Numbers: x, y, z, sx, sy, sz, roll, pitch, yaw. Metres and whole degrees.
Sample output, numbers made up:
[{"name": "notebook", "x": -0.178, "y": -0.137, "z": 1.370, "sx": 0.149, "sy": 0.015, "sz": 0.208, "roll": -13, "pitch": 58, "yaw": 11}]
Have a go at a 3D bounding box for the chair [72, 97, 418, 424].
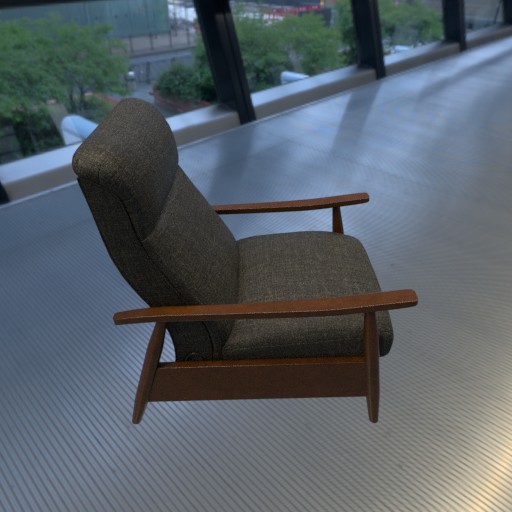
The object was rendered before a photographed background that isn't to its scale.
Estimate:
[{"name": "chair", "x": 0.000, "y": 0.000, "z": 1.732, "sx": 1.014, "sy": 1.082, "sz": 0.762, "roll": 0, "pitch": 34, "yaw": 0}]
